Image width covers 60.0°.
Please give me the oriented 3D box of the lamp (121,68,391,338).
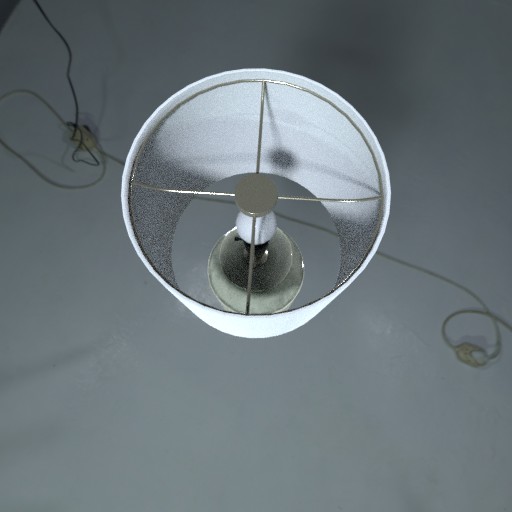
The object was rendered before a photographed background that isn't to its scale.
[{"bbox_3d":[0.000,0.000,0.568,0.211,0.455,0.211,17,76,4],"label":"lamp"}]
